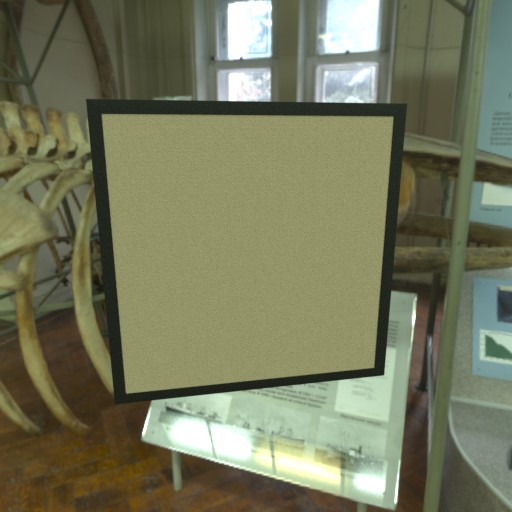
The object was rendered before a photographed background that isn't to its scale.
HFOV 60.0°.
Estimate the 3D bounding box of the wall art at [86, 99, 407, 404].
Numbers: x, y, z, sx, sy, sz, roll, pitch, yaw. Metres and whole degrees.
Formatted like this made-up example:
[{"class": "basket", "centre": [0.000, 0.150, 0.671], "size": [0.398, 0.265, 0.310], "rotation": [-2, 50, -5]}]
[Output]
[{"class": "wall art", "centre": [0.000, 0.000, 0.462], "size": [0.306, 0.304, 0.015], "rotation": [-3, 15, -11]}]
